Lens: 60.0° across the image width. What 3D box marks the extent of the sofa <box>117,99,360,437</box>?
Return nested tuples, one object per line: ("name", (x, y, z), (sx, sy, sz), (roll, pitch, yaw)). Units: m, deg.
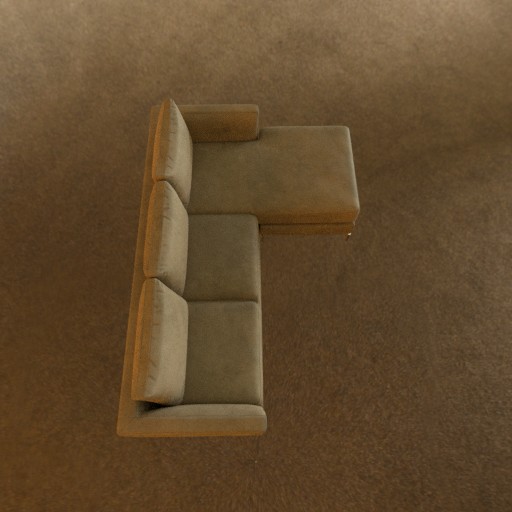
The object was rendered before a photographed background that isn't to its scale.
("sofa", (0.000, 0.000, 3.237), (1.622, 0.987, 2.438), (-1, 65, 0))
